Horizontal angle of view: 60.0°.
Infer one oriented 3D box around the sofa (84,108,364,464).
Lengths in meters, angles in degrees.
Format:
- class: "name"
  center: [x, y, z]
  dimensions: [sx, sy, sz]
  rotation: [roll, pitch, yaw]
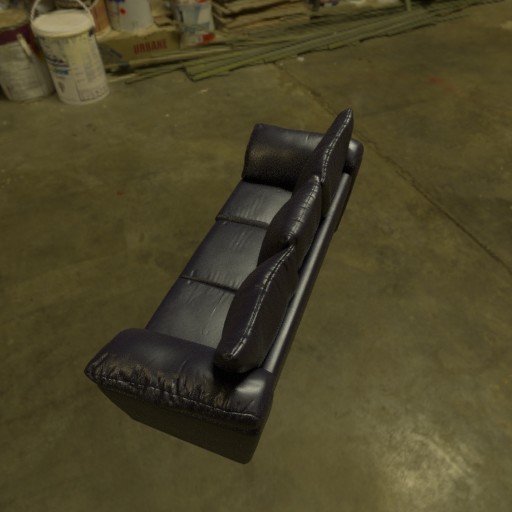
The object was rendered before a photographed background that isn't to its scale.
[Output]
- class: "sofa"
  center: [0.000, 0.000, 2.830]
  dimensions: [0.880, 1.073, 2.336]
  rotation: [16, 49, 14]
